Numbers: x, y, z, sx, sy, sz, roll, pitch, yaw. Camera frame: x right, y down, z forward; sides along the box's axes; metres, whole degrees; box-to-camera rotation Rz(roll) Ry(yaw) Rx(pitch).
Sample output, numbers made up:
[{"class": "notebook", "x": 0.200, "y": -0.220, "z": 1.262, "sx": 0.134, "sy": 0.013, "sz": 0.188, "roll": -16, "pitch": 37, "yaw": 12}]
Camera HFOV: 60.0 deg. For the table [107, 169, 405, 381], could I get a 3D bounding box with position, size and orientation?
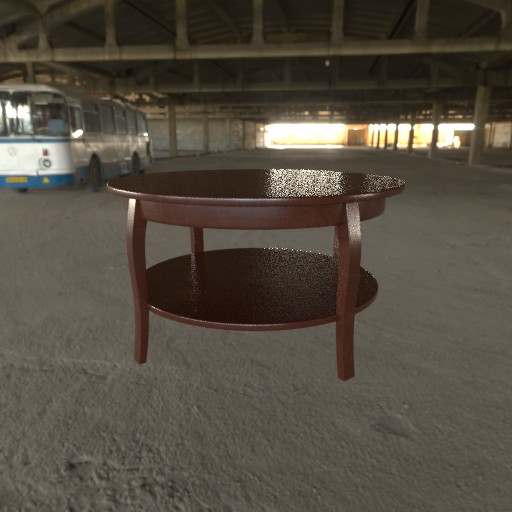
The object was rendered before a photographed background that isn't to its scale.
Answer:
[{"class": "table", "x": 0.000, "y": 0.000, "z": 1.489, "sx": 0.911, "sy": 0.512, "sz": 0.911, "roll": 0, "pitch": 15, "yaw": 0}]
